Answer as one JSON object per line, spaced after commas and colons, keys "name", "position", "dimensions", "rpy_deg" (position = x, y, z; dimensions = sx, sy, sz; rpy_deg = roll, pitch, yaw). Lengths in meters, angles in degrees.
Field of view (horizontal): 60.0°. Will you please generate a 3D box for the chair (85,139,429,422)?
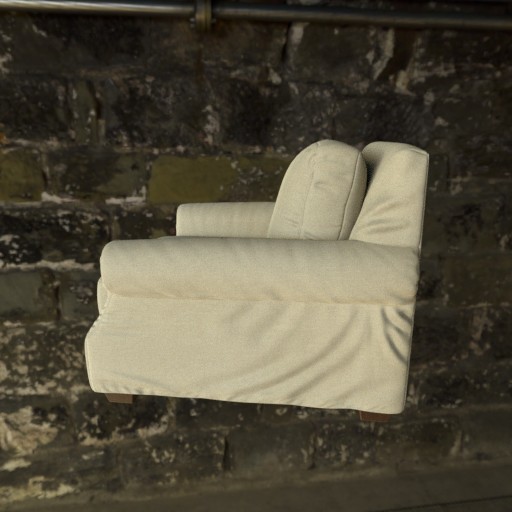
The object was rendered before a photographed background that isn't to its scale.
{"name": "chair", "position": [0.000, 0.000, 1.702], "dimensions": [1.066, 0.866, 0.940], "rpy_deg": [2, 15, 7]}
